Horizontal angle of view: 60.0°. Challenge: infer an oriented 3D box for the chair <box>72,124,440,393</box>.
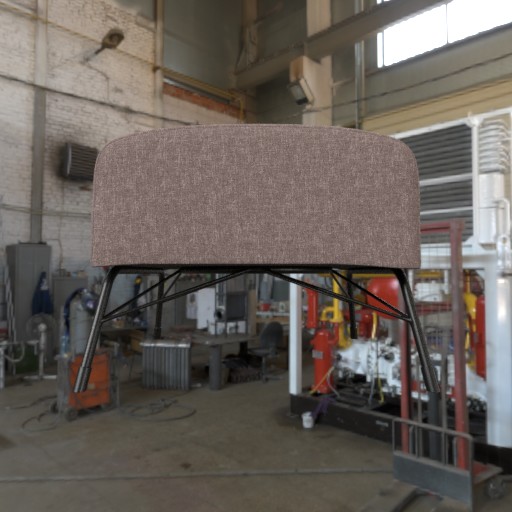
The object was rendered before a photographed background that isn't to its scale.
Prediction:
[{"bbox_3d":[0.000,0.000,0.903,0.530,0.410,0.530,0,-2,0],"label":"chair"}]
